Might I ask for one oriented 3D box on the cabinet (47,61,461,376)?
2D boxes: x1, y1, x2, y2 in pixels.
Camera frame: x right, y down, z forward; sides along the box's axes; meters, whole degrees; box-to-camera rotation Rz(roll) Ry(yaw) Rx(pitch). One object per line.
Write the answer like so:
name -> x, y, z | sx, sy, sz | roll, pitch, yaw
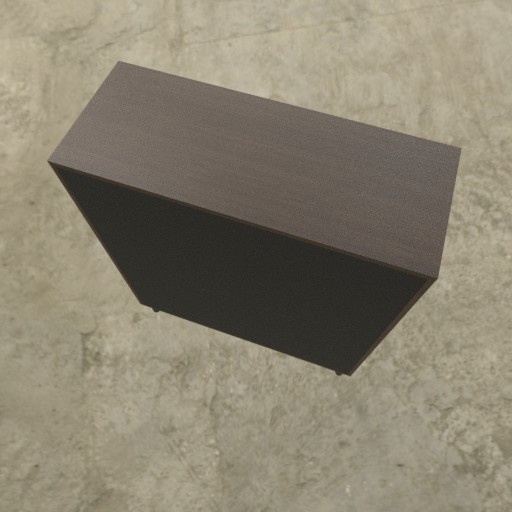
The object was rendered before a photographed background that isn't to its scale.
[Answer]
cabinet -> 0.000, 0.000, 1.681 | 1.010, 1.170, 0.400 | 17, 64, 9
